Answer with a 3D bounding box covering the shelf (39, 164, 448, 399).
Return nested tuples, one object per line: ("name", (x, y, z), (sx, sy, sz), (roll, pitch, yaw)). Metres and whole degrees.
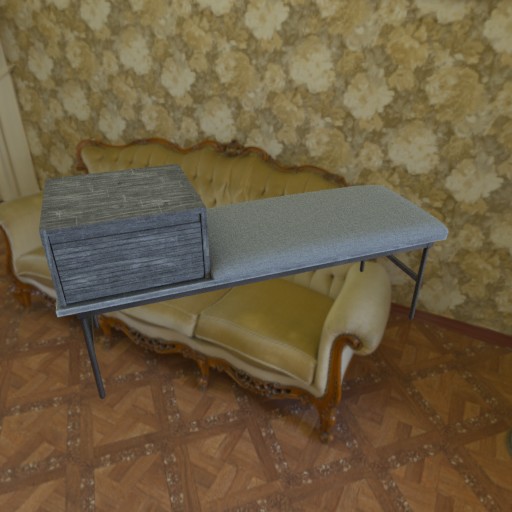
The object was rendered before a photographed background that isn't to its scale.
("shelf", (0.000, 0.000, 1.644), (1.342, 0.633, 0.457), (-11, 32, -17))
